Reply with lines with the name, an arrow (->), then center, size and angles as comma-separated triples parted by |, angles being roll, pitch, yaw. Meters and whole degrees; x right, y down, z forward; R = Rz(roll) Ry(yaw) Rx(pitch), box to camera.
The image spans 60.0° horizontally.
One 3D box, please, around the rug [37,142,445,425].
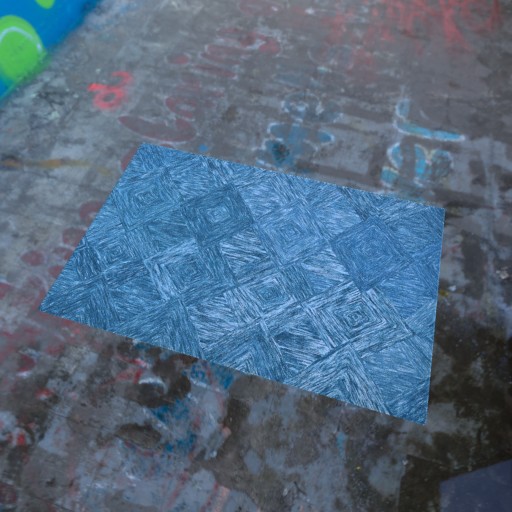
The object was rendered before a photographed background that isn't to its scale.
rug -> 0.000, 0.000, 2.852 | 2.277, 0.015, 1.490 | 14, 58, 9
